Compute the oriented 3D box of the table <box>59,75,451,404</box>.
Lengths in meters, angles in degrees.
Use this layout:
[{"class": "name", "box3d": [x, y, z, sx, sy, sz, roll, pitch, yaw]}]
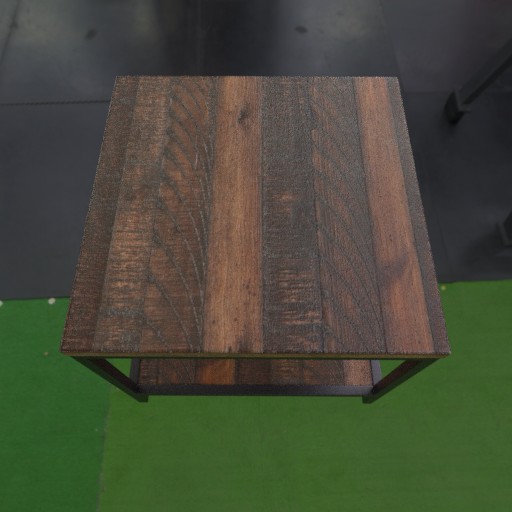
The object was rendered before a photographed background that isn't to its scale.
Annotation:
[{"class": "table", "box3d": [0.000, 0.000, 0.962, 0.553, 0.482, 0.548, 0, 63, 0]}]
